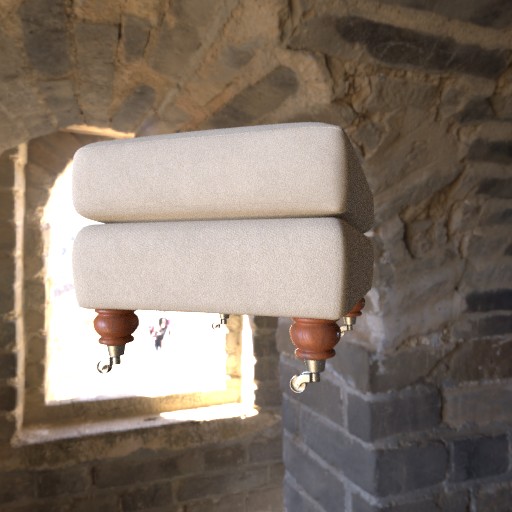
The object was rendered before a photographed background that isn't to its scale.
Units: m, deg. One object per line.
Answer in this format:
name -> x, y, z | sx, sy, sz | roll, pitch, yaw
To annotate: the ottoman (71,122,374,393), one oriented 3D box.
ottoman -> 0.000, 0.000, 1.155 | 0.569, 0.504, 0.773 | 0, 0, 18
